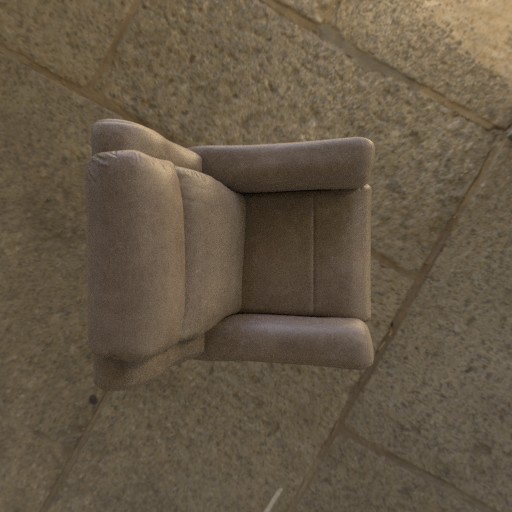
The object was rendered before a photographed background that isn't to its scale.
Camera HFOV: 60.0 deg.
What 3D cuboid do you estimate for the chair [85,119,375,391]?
[{"bbox_3d":[0.000,0.000,1.852,1.068,1.116,0.967,0,91,0],"label":"chair"}]
